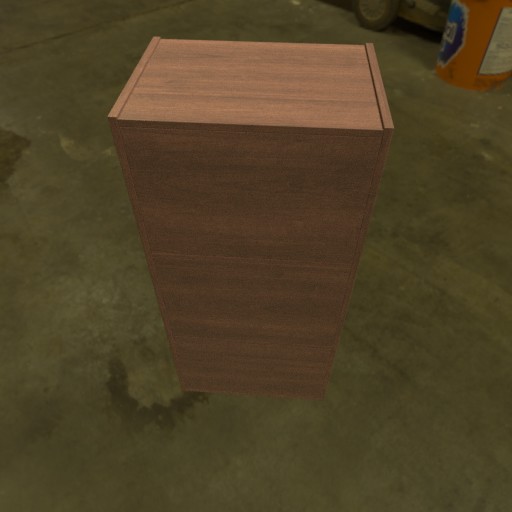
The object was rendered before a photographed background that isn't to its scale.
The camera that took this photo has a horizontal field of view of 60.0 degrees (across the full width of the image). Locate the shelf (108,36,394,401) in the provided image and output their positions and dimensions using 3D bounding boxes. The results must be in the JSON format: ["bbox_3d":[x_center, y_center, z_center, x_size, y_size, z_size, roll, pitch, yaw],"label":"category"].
[{"bbox_3d":[0.000,0.000,1.054,0.414,0.879,0.290,3,47,3],"label":"shelf"}]
